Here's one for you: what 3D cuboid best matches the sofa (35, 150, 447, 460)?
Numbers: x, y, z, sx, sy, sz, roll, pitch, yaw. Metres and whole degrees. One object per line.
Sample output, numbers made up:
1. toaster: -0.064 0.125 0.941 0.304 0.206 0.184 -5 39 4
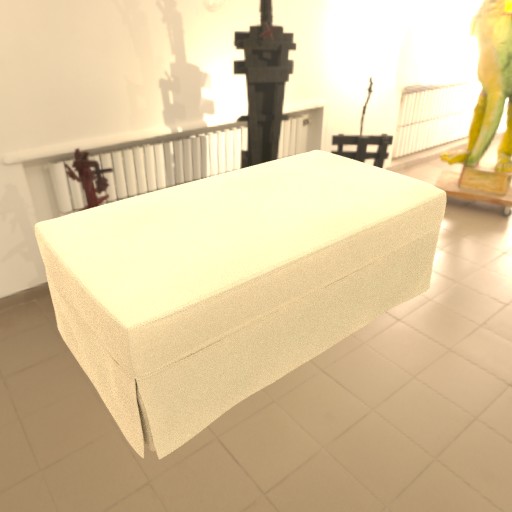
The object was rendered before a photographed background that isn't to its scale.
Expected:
1. sofa: 0.000 0.000 2.050 1.677 0.552 0.939 -22 37 -33
